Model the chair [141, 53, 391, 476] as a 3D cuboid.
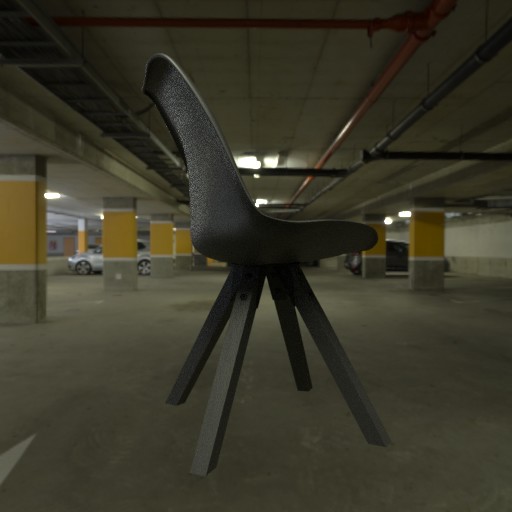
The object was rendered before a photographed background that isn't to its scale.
[{"bbox_3d":[0.000,0.000,1.119,0.550,0.850,0.485,0,1,-18],"label":"chair"}]
